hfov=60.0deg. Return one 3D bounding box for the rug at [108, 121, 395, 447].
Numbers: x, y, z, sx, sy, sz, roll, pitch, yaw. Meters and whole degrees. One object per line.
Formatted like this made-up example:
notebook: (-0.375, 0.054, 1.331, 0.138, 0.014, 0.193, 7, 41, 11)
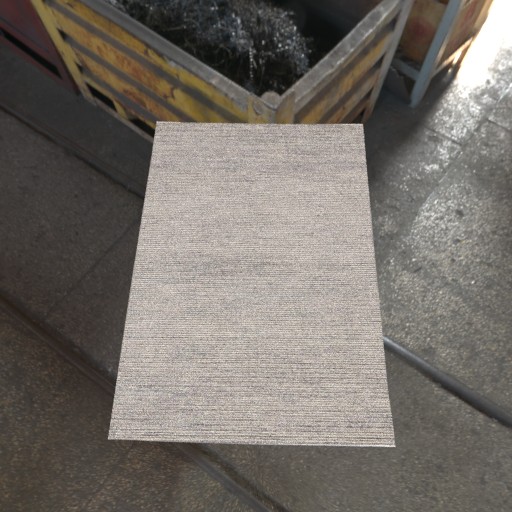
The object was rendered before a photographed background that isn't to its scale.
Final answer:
rug: (0.000, 0.000, 2.949, 1.604, 0.030, 2.307, 1, 65, 1)
